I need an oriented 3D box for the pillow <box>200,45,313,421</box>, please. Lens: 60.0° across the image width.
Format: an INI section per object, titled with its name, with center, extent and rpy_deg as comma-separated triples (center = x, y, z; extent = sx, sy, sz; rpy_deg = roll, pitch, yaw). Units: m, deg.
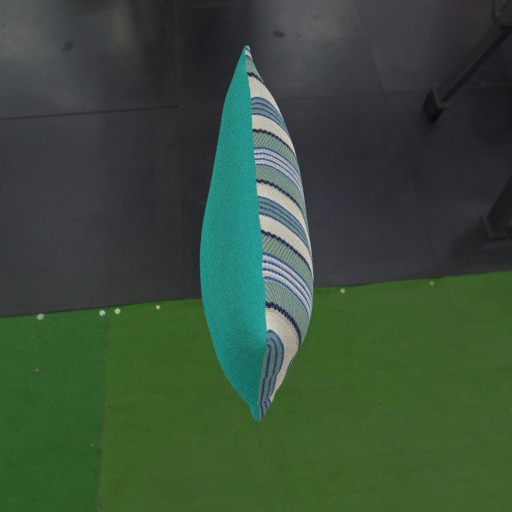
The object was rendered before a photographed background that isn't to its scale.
[pillow]
center = 0.000, 0.000, 0.699
extent = 0.182, 0.441, 0.440
rpy_deg = -3, 63, -1
